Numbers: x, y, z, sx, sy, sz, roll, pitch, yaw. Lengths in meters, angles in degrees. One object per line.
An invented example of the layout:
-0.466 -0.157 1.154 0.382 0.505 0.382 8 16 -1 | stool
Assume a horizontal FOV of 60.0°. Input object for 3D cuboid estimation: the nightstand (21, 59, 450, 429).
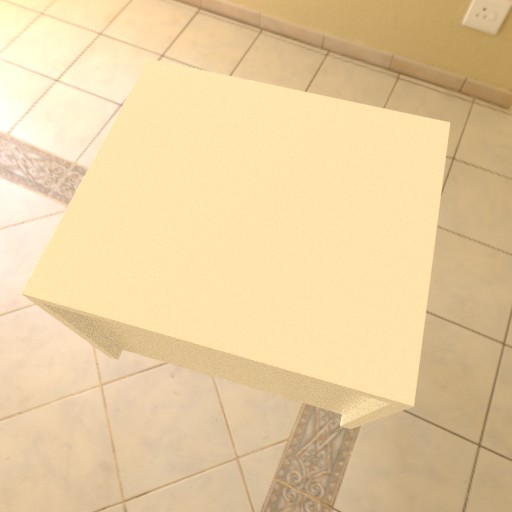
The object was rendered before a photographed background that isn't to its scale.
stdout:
0.000 0.000 0.745 0.470 0.351 0.408 14 66 7 | nightstand
